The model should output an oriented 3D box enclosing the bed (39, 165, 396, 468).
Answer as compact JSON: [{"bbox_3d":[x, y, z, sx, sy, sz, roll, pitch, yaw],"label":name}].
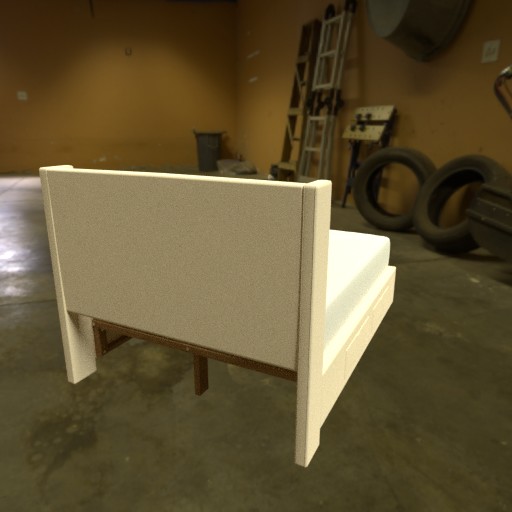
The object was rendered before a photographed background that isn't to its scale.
[{"bbox_3d":[0.000,0.000,3.445,1.765,1.471,2.280,8,18,26],"label":"bed"}]
